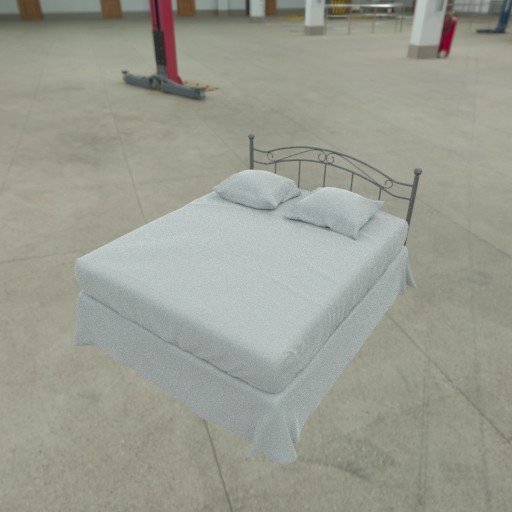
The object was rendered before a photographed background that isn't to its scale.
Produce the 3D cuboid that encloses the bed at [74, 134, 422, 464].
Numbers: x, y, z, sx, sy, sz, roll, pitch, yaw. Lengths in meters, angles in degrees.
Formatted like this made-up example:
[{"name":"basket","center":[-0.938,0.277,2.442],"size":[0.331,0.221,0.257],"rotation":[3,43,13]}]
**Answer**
[{"name":"bed","center":[0.000,0.000,3.334],"size":[1.936,1.080,2.215],"rotation":[20,37,30]}]
